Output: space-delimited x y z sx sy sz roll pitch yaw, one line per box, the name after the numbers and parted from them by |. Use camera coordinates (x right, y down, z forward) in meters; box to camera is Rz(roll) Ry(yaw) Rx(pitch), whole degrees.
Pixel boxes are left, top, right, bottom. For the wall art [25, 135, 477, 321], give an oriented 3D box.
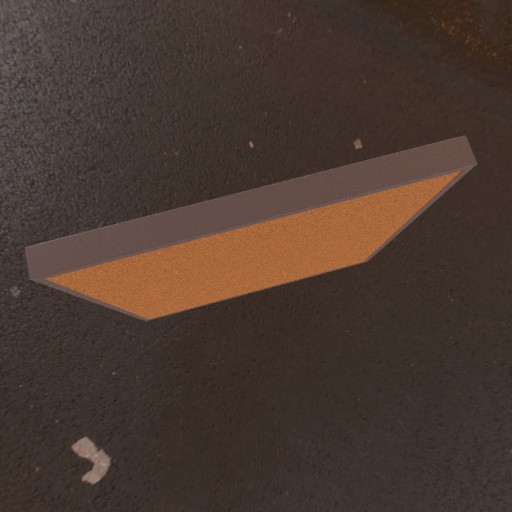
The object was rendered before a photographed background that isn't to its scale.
0.000 0.000 0.506 0.349 0.349 0.028 -15 77 -3 | wall art
